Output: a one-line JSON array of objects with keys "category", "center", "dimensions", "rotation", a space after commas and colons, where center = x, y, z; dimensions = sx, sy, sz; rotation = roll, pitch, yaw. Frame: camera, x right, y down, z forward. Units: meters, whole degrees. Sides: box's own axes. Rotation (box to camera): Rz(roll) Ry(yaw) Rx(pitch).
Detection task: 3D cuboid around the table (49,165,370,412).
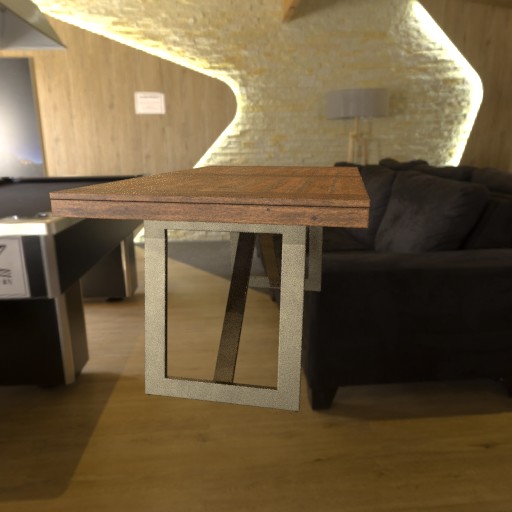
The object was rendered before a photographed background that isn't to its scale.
[{"category": "table", "center": [0.000, 0.000, 2.109], "dimensions": [0.931, 0.757, 1.641], "rotation": [3, 15, 11]}]
